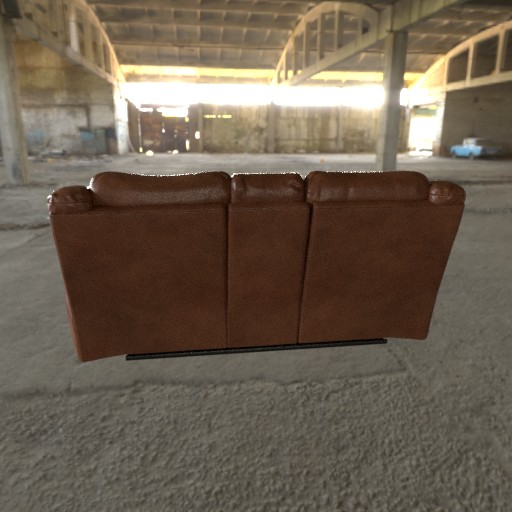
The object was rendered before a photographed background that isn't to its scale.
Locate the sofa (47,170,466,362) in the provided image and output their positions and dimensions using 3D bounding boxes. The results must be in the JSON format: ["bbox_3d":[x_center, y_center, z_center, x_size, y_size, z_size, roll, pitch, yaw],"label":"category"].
[{"bbox_3d":[0.000,0.000,2.578,2.058,1.043,0.991,-2,15,-8],"label":"sofa"}]
